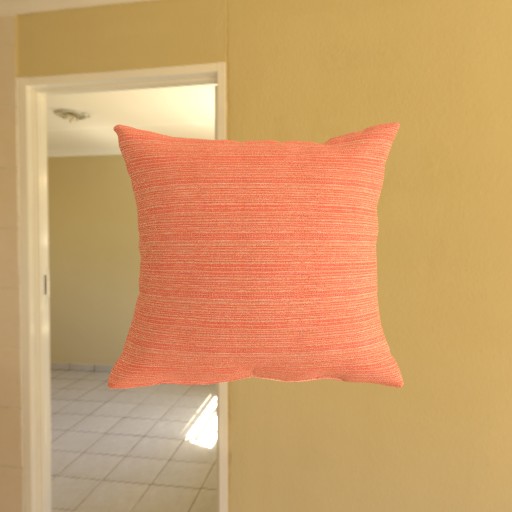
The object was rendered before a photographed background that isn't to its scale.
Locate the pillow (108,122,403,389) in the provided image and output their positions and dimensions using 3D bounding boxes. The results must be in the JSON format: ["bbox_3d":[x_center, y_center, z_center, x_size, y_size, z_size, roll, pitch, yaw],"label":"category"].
[{"bbox_3d":[0.000,0.000,0.835,0.559,0.501,0.229,0,1,-1],"label":"pillow"}]
